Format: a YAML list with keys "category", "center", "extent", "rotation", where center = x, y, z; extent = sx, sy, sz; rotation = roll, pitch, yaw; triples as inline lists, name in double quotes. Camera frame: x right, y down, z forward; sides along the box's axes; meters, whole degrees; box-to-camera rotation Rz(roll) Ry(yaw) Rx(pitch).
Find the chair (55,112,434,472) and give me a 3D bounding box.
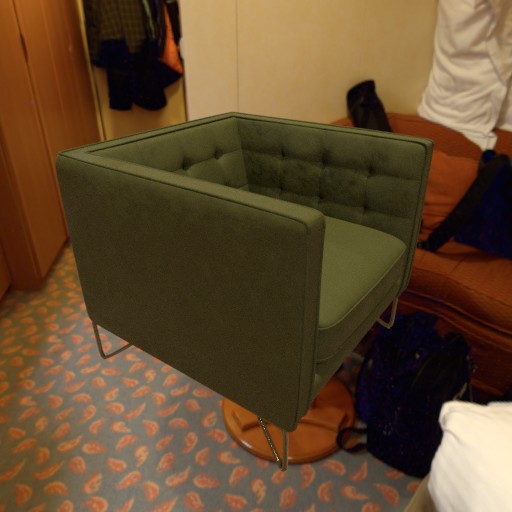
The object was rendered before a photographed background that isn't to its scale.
- category: "chair"
  center: [0.000, 0.000, 1.566]
  extent: [0.894, 0.790, 0.880]
  rotation: [18, 33, 31]
